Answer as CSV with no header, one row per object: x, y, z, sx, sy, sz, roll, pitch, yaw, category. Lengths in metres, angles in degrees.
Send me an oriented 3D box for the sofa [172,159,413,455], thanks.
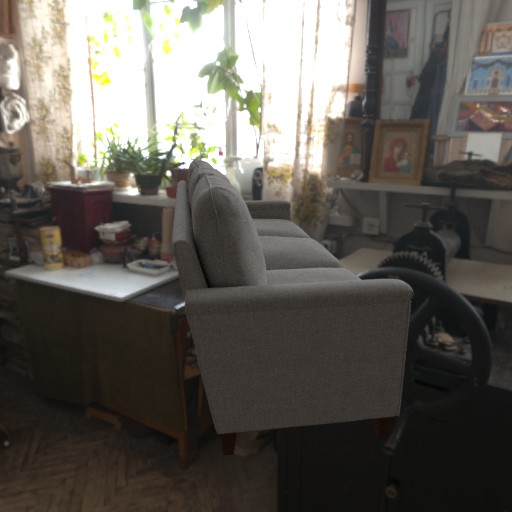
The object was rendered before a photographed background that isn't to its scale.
0.000,0.000,2.392,0.828,0.959,1.925,-2,16,-9,sofa
